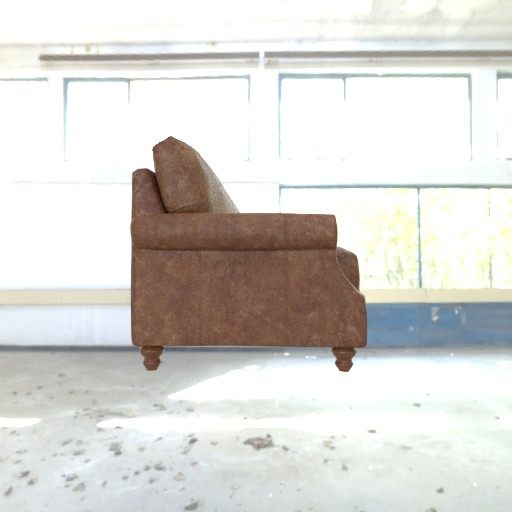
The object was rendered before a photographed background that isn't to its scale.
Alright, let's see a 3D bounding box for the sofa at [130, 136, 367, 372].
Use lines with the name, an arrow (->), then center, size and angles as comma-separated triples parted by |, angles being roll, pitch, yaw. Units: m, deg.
sofa -> 0.000, 0.000, 2.857 | 0.973, 0.977, 2.351 | 0, -1, 2
